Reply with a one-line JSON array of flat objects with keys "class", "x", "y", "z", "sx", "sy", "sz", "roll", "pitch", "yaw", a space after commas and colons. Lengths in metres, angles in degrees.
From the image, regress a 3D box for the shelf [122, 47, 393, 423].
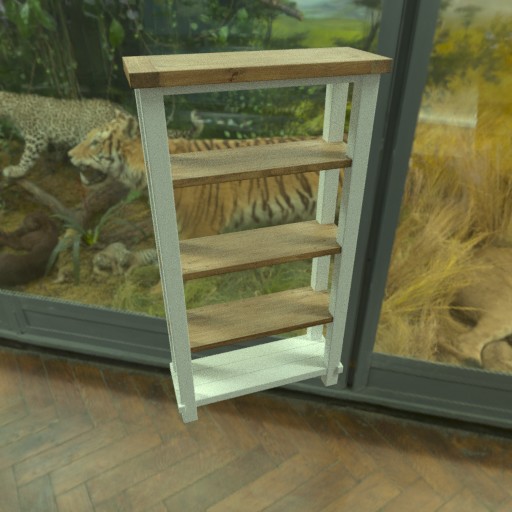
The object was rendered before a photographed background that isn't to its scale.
[{"class": "shelf", "x": 0.000, "y": 0.000, "z": 2.279, "sx": 1.022, "sy": 1.878, "sz": 0.381, "roll": -10, "pitch": 33, "yaw": -15}]
